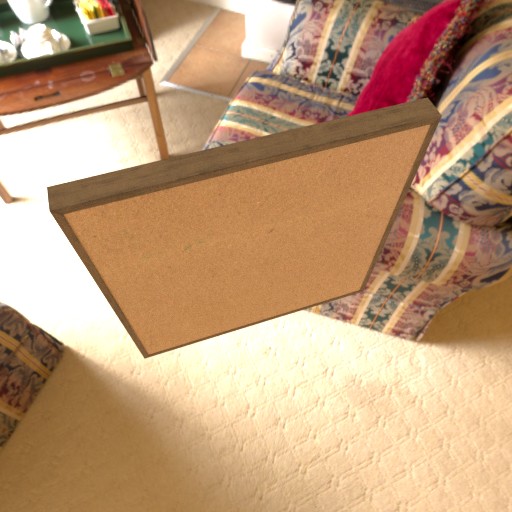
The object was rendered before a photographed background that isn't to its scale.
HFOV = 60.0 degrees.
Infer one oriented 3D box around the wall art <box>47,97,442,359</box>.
[{"bbox_3d":[0.000,0.000,0.771,0.508,0.508,0.038,-16,59,-10],"label":"wall art"}]
